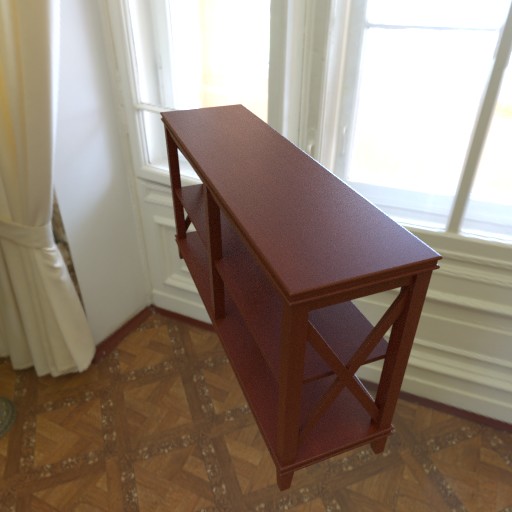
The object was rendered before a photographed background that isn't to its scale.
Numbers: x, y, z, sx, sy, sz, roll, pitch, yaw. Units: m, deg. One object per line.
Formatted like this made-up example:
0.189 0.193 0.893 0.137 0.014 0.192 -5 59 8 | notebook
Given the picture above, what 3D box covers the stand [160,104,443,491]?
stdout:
0.000 0.000 1.690 0.381 0.762 1.372 -12 36 -17 | stand
